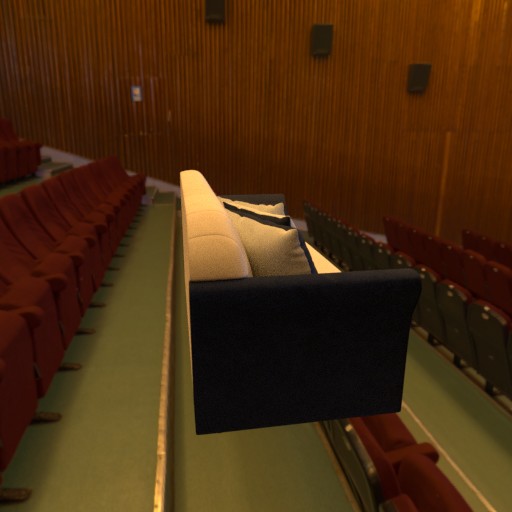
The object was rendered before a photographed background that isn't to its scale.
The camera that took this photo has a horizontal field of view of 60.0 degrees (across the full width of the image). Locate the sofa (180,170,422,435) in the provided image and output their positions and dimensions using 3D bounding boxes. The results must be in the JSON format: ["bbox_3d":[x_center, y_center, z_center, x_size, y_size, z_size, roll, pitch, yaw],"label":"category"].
[{"bbox_3d":[0.000,0.000,2.359,0.749,0.789,2.006,-3,16,-10],"label":"sofa"}]
